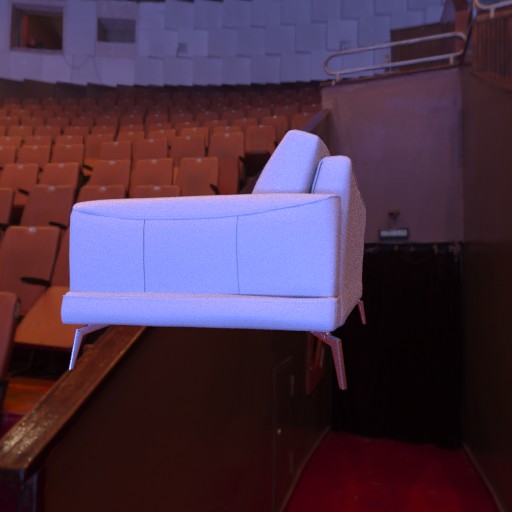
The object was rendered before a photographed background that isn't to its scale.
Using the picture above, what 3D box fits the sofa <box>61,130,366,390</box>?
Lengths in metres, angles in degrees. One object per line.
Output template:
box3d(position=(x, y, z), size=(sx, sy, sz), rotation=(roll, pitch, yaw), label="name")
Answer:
box3d(position=(0.000, 0.000, 2.421), size=(1.121, 0.930, 1.819), rotation=(0, -1, 16), label="sofa")
